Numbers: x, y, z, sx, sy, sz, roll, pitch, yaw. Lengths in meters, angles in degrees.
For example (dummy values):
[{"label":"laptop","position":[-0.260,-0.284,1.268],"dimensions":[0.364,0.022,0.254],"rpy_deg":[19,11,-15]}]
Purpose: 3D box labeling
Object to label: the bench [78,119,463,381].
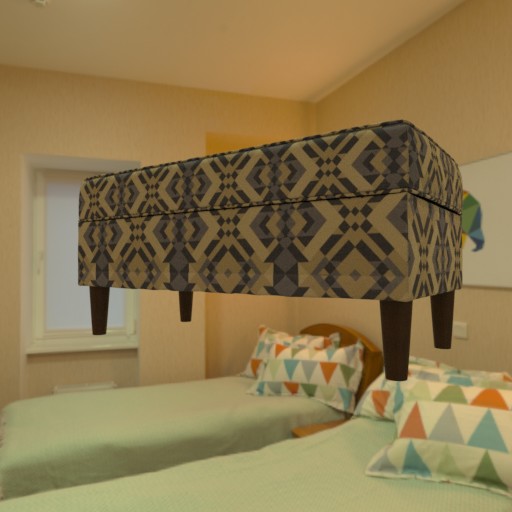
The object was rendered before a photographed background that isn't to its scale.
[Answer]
[{"label":"bench","position":[0.000,0.000,1.256],"dimensions":[1.016,0.477,0.492],"rpy_deg":[-1,-1,35]}]
